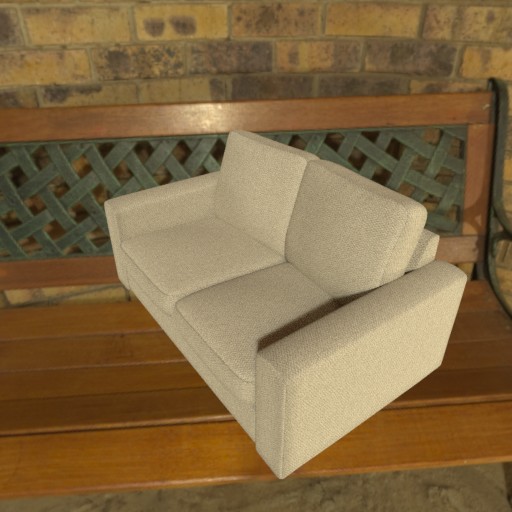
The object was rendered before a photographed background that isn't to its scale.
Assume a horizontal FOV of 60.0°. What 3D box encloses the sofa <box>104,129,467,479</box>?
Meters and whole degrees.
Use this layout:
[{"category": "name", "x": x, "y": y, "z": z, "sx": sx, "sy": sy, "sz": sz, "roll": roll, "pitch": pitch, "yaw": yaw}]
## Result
[{"category": "sofa", "x": 0.000, "y": 0.000, "z": 2.200, "sx": 1.016, "sy": 0.873, "sz": 1.616, "roll": -21, "pitch": 38, "yaw": -30}]
